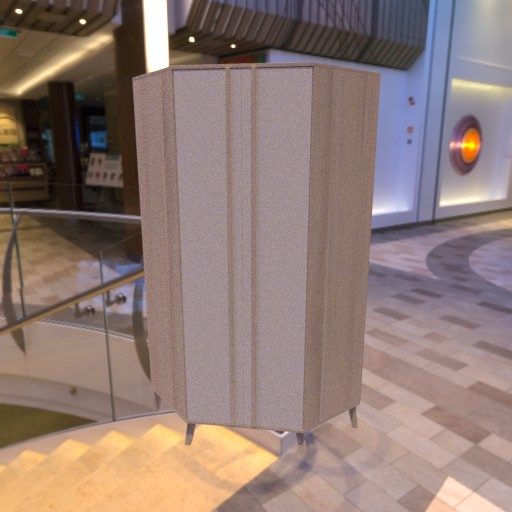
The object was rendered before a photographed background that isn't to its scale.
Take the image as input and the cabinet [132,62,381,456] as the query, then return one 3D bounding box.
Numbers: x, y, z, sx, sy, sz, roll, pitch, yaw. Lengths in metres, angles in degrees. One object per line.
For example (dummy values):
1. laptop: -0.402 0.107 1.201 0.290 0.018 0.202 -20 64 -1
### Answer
1. cabinet: 0.000 0.000 2.623 1.272 1.957 0.969 2 14 8
